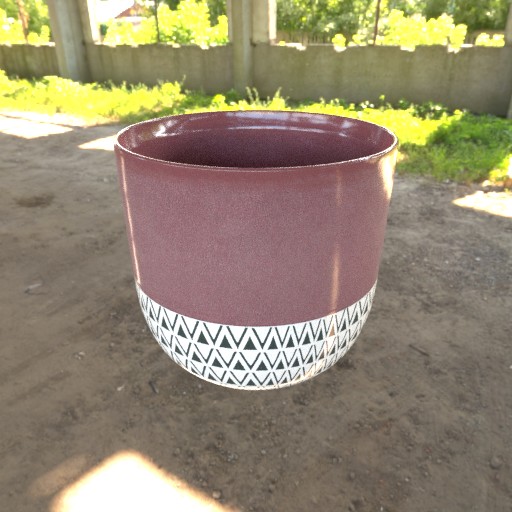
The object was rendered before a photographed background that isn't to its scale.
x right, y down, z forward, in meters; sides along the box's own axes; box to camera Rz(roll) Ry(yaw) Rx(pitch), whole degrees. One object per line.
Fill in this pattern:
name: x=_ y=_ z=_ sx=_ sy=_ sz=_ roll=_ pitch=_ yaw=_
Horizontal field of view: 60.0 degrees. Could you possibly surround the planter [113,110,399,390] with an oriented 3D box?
planter: x=0.000 y=0.000 z=0.488 sx=0.266 sy=0.270 sz=0.266 roll=0 pitch=27 yaw=0
